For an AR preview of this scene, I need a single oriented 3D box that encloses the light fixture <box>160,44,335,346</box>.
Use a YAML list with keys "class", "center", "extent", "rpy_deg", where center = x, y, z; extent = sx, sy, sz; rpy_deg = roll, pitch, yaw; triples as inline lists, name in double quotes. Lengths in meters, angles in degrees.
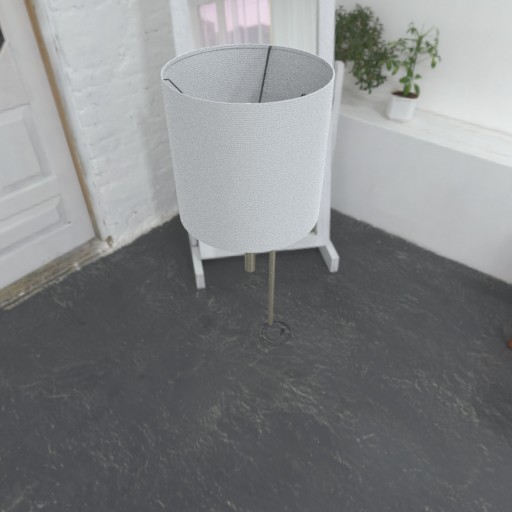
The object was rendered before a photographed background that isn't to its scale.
- class: "light fixture"
  center: [0.000, 0.000, 0.697]
  extent: [0.188, 0.589, 0.248]
  rpy_deg: [12, 43, 13]
